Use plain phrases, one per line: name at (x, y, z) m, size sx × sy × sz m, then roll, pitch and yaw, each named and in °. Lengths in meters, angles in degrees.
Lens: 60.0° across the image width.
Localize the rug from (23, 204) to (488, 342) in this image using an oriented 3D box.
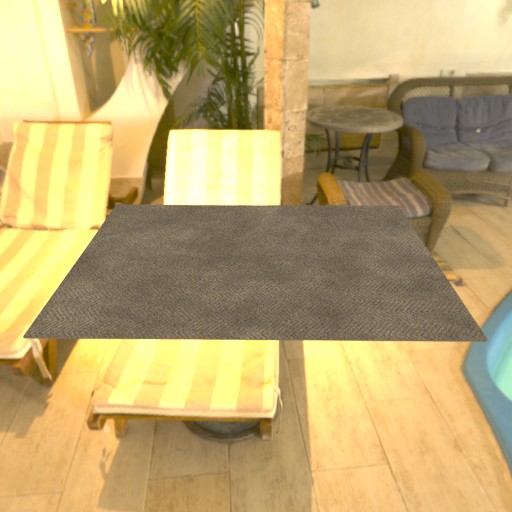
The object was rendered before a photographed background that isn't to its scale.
rug at (0.000, 0.000, 2.817) m, size 2.235 × 0.008 × 1.600 m, roll 0°, pitch 30°, yaw 1°
